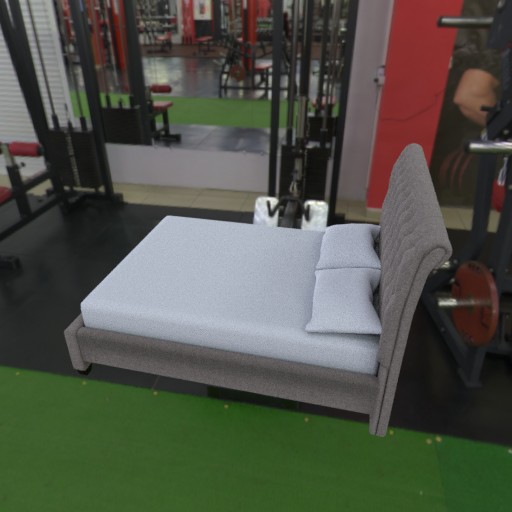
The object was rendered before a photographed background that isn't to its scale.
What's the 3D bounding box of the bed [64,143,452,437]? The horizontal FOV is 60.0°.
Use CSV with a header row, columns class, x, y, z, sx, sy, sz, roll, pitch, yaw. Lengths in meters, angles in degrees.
class,x,y,z,sx,sy,sz,roll,pitch,yaw
bed,0.000,0.000,3.265,2.252,1.371,1.645,7,31,12
